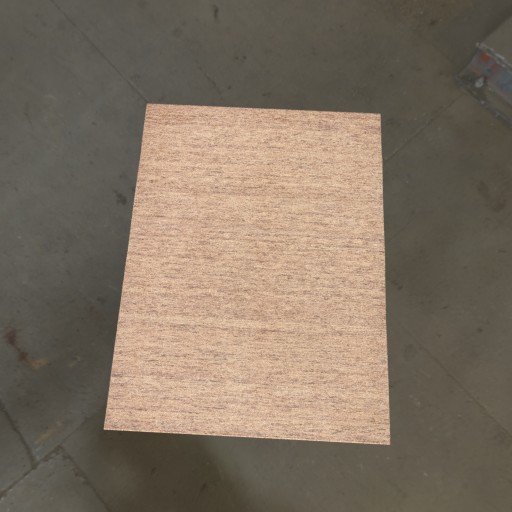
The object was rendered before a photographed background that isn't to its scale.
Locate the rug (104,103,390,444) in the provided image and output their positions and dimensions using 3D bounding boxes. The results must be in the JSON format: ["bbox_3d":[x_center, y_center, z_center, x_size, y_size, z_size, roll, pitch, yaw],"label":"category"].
[{"bbox_3d":[0.000,0.000,4.208,2.448,0.013,3.205,3,74,1],"label":"rug"}]
